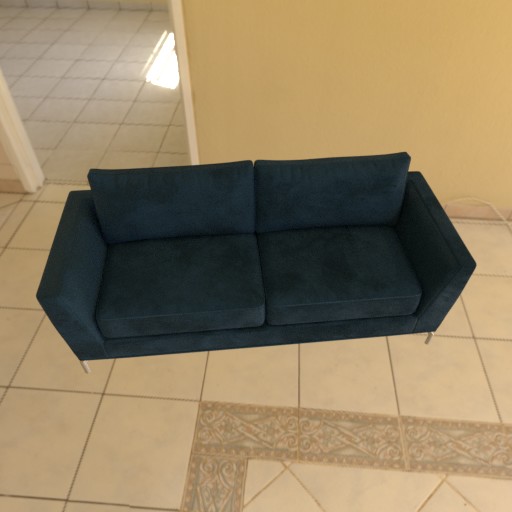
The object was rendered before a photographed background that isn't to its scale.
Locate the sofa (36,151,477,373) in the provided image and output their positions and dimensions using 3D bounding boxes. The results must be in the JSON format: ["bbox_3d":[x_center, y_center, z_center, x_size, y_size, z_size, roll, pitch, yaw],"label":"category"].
[{"bbox_3d":[0.000,0.000,2.654,2.212,0.998,0.853,-4,46,-4],"label":"sofa"}]
